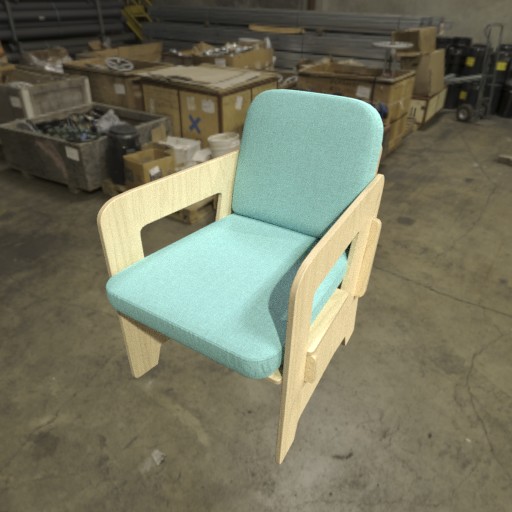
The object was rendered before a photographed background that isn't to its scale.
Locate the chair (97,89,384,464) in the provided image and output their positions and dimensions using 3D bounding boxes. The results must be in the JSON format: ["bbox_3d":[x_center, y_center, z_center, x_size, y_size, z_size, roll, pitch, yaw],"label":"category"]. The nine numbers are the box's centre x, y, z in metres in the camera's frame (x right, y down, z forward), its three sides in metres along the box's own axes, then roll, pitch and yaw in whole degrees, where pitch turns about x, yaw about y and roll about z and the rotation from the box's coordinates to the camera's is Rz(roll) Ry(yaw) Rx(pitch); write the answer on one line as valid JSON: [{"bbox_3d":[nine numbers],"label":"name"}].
[{"bbox_3d":[0.000,0.000,1.277,0.590,0.800,0.710,19,36,28],"label":"chair"}]
